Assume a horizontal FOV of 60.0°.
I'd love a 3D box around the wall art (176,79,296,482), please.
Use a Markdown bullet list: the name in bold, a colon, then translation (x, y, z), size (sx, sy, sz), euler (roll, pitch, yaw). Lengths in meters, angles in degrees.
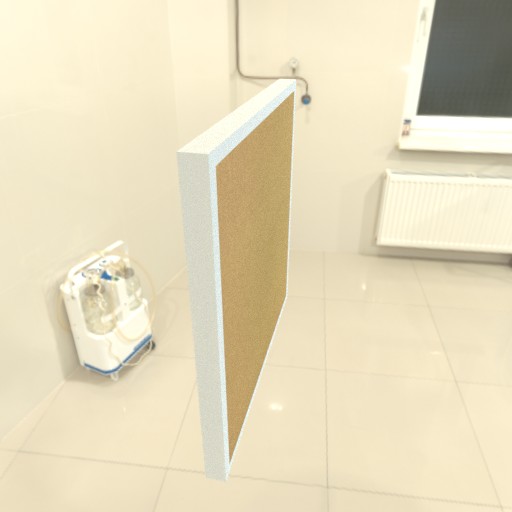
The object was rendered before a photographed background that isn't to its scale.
- **wall art**: translation (0.000, 0.000, 0.464), size (0.020, 0.307, 0.307), euler (7, 30, 12)
